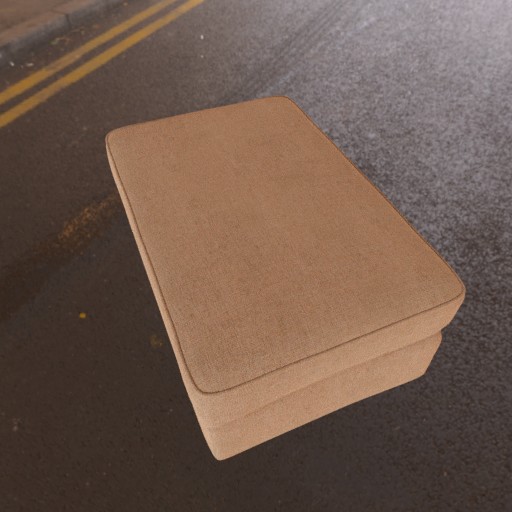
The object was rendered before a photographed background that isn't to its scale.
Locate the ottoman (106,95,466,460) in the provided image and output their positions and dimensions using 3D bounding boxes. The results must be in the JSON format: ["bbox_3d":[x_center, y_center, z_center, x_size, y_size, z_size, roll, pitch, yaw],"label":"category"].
[{"bbox_3d":[0.000,0.000,1.199,0.583,0.484,0.862,-18,50,-15],"label":"ottoman"}]
